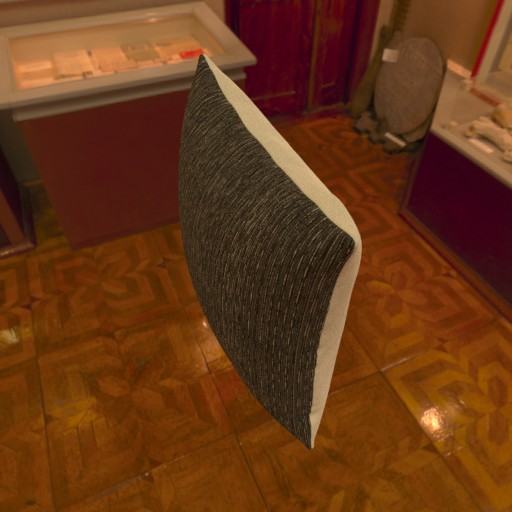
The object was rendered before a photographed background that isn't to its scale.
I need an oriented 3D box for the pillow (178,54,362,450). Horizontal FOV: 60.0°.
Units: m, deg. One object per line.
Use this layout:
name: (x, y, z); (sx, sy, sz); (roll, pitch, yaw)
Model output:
pillow: (0.000, 0.000, 0.655); (0.196, 0.434, 0.433); (-16, 47, -15)
